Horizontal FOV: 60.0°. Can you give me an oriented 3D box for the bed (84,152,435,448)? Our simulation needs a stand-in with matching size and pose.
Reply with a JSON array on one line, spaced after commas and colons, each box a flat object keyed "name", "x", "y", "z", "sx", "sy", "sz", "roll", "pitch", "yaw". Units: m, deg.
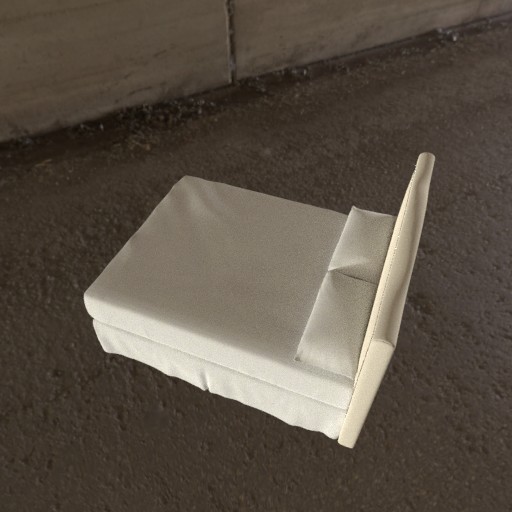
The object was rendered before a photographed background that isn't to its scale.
[{"name": "bed", "x": 0.000, "y": 0.000, "z": 3.389, "sx": 2.143, "sy": 1.460, "sz": 1.753, "roll": 16, "pitch": 48, "yaw": 15}]
